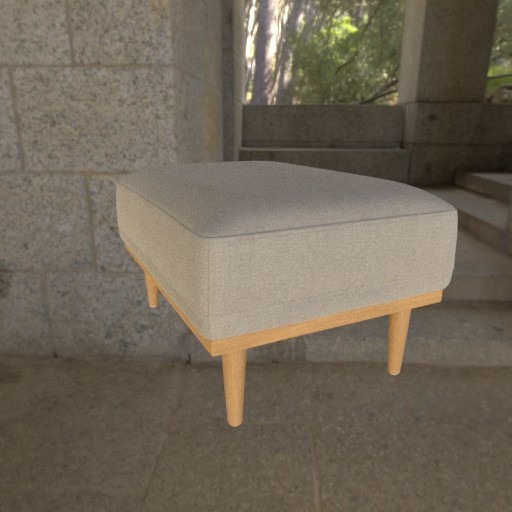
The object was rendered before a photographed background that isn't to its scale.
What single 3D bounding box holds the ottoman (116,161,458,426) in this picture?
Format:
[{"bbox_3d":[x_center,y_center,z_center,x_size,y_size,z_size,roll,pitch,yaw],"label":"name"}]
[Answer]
[{"bbox_3d":[0.000,0.000,1.101,0.549,0.428,0.749,-8,19,-25],"label":"ottoman"}]
